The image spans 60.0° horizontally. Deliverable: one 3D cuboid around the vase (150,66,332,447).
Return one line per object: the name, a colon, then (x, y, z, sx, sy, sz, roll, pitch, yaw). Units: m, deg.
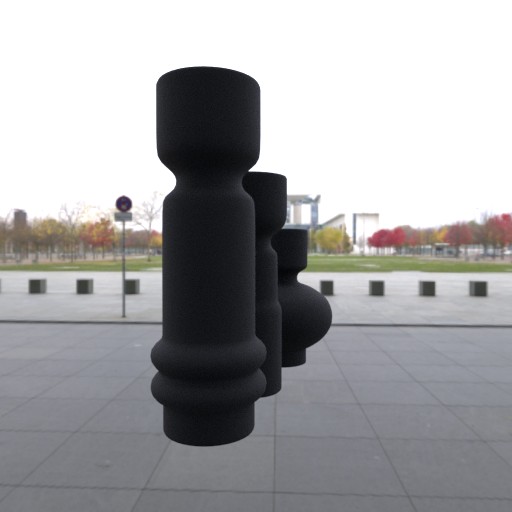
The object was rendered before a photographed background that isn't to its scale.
vase: (0.000, 0.000, 0.429, 0.120, 0.249, 0.307, 0, 1, 18)
